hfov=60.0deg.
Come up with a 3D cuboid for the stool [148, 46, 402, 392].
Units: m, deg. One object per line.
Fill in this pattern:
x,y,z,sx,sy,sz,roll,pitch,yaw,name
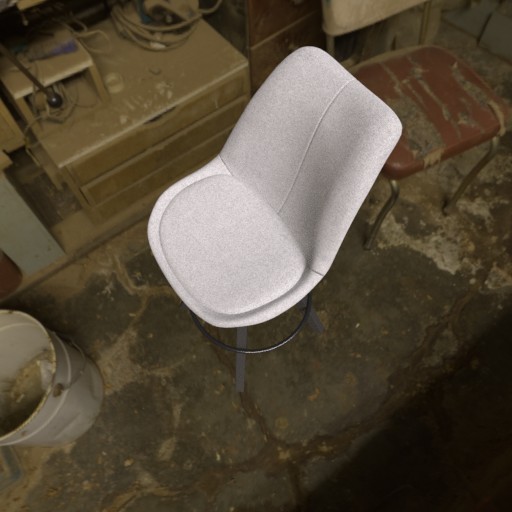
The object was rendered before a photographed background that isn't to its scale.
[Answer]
0.000,0.000,1.370,0.550,1.115,0.485,-33,68,-15,stool
